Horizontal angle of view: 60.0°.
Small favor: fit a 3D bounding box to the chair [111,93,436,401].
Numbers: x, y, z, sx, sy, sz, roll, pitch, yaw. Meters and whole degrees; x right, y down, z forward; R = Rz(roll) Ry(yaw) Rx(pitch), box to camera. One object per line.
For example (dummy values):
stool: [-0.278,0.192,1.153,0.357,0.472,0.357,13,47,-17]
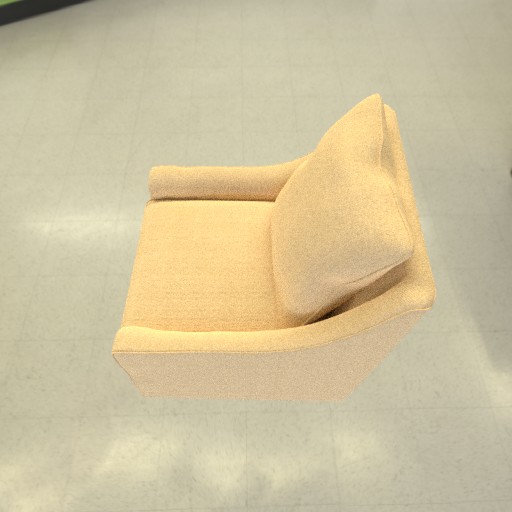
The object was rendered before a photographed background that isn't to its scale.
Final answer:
chair: [0.000,0.000,1.538,0.876,0.927,0.760,1,57,1]
